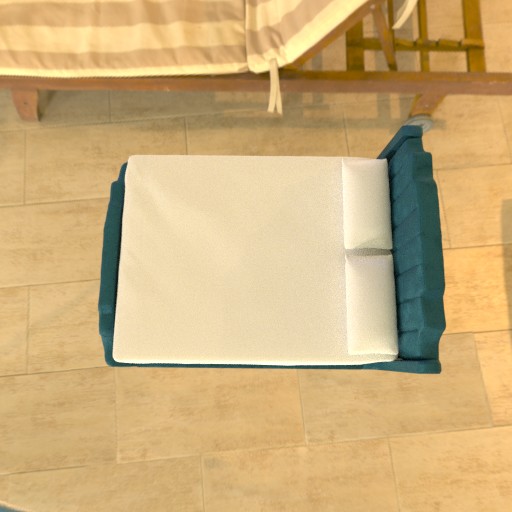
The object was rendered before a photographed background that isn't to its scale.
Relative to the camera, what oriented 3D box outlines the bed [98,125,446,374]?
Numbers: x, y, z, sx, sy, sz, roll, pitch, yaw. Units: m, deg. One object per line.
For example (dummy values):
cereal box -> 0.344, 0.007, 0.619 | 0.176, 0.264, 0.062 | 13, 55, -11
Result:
bed -> 0.000, 0.000, 3.365 | 2.322, 1.338, 1.678 | 1, 77, 0
